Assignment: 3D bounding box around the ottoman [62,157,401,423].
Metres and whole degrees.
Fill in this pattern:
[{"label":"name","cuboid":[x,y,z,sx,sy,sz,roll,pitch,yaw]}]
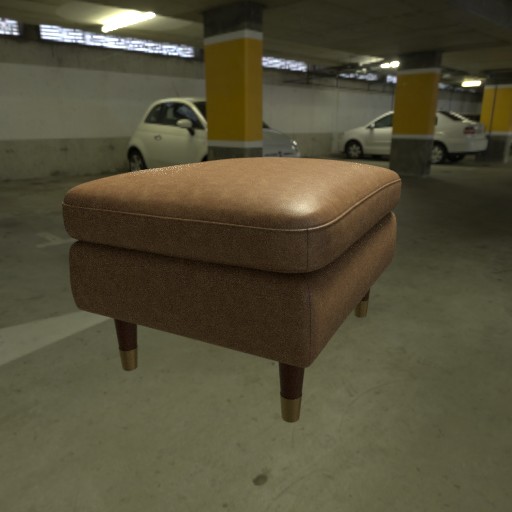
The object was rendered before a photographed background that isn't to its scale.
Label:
[{"label":"ottoman","cuboid":[0.000,0.000,1.132,0.593,0.478,0.747,8,18,26]}]
